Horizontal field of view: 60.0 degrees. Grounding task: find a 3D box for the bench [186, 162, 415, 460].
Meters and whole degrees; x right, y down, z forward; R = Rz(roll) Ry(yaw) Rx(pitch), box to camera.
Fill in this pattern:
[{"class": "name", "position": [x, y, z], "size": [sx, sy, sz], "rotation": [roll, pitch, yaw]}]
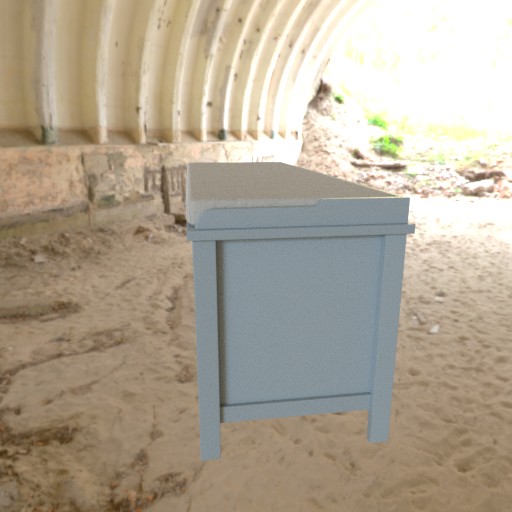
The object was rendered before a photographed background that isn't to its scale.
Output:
[{"class": "bench", "position": [0.000, 0.000, 1.348], "size": [0.398, 0.501, 1.140], "rotation": [-2, 15, -8]}]
